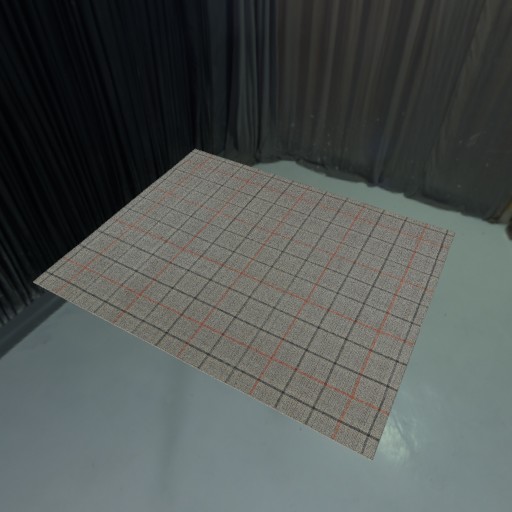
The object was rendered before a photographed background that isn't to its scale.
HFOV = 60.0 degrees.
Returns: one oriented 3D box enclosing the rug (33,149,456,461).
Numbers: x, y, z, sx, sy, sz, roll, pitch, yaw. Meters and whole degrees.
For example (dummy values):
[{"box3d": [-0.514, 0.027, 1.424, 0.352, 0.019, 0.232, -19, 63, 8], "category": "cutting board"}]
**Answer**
[{"box3d": [0.000, 0.000, 4.054, 3.048, 0.012, 2.444, 22, 49, 20], "category": "rug"}]
